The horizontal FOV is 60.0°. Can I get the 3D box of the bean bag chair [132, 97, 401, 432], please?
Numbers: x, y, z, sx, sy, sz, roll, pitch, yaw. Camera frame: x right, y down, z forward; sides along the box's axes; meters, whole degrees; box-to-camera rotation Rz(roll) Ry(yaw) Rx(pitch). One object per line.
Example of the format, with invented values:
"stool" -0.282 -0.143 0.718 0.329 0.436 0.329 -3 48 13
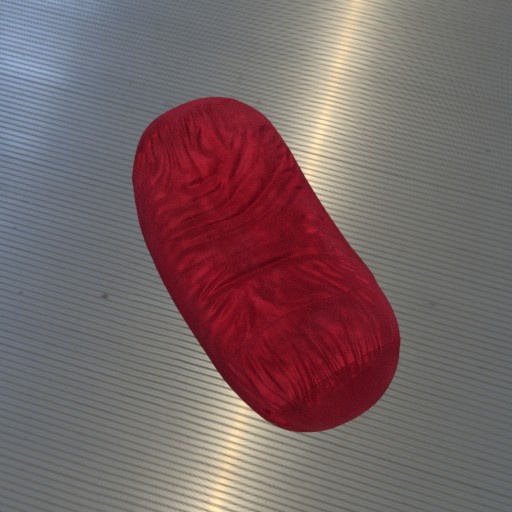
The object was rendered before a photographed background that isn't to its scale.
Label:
"bean bag chair" 0.000 0.000 2.864 1.216 0.867 2.293 -29 77 -7
